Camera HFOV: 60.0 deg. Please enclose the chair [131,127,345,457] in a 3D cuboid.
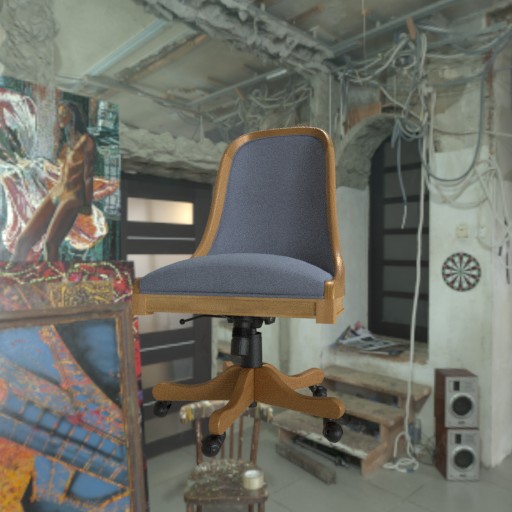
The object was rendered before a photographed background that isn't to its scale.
[{"bbox_3d":[0.000,0.000,1.457,0.605,1.031,0.735,0,0,17],"label":"chair"}]
